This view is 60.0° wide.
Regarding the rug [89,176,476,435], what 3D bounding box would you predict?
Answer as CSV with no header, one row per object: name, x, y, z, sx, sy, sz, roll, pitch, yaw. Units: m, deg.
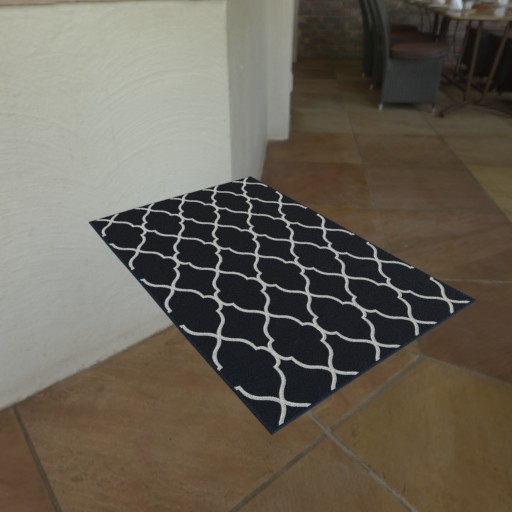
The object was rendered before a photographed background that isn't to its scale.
rug,0.000,0.000,2.988,1.526,0.014,2.290,-22,39,-30
